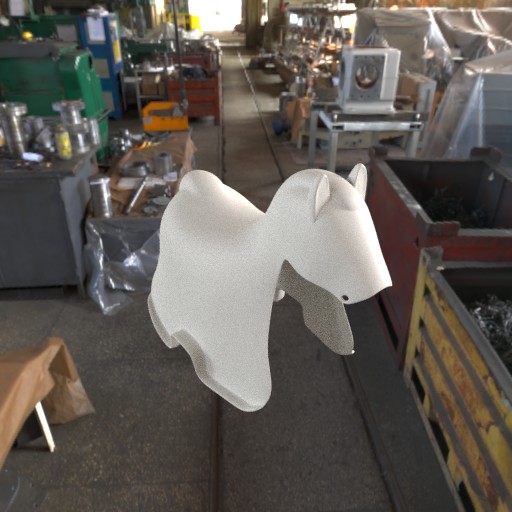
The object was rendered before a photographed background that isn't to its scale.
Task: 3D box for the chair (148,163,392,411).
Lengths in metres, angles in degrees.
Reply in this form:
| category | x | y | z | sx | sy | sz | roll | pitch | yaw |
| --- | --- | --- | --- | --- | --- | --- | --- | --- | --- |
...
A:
| category | x | y | z | sx | sy | sz | roll | pitch | yaw |
| --- | --- | --- | --- | --- | --- | --- | --- | --- | --- |
| chair | 0.000 | 0.000 | 1.161 | 0.429 | 0.612 | 0.800 | -20 | 35 | -32 |
